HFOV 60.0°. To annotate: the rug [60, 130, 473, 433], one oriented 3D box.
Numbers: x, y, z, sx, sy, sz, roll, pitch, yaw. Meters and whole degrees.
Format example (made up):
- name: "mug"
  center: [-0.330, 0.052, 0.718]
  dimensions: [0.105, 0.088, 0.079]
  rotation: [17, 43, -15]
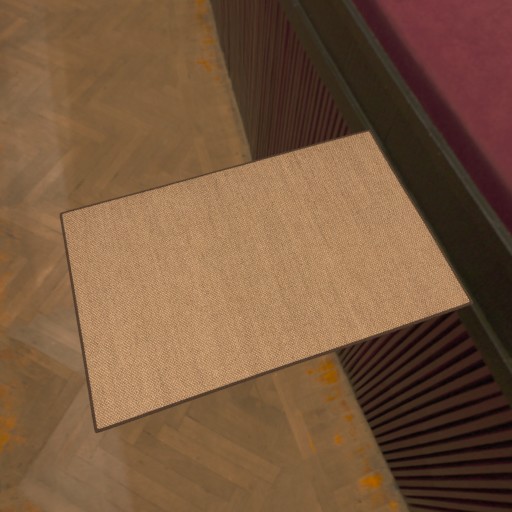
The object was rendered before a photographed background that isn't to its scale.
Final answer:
- name: "rug"
  center: [0.000, 0.000, 2.064]
  dimensions: [1.676, 0.013, 1.067]
  rotation: [-17, 64, -8]
